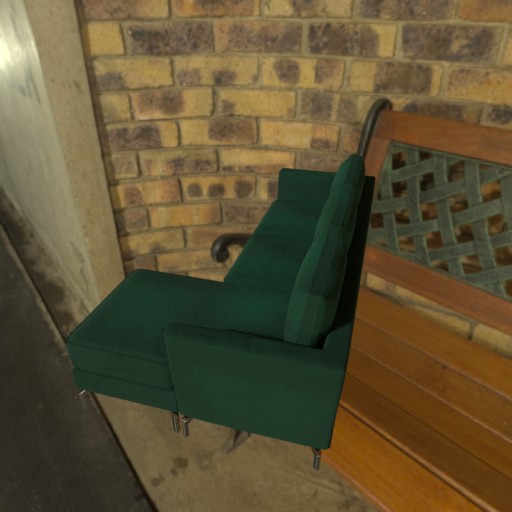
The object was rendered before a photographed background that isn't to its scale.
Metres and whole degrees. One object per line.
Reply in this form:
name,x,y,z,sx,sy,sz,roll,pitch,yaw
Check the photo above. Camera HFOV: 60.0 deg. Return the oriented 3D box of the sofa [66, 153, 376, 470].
sofa,0.000,0.000,3.165,1.489,1.007,2.441,8,31,14
